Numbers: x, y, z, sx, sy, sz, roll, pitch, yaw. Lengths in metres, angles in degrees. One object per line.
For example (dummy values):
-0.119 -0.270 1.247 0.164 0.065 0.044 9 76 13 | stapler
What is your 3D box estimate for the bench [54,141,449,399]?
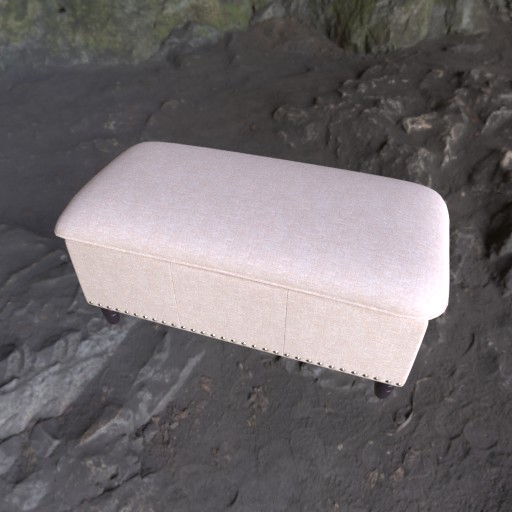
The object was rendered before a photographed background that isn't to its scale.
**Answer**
0.000 0.000 1.291 0.991 0.483 0.483 12 43 14 | bench
